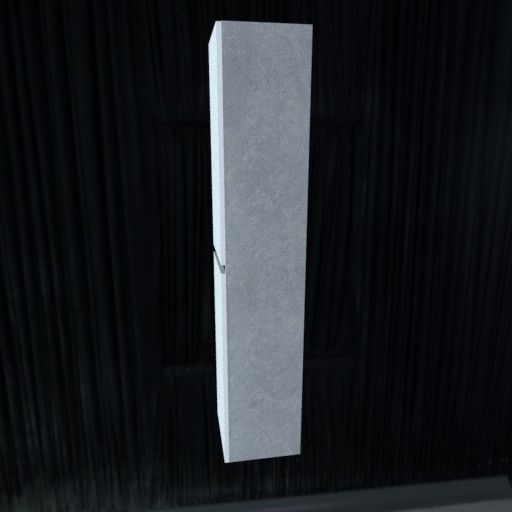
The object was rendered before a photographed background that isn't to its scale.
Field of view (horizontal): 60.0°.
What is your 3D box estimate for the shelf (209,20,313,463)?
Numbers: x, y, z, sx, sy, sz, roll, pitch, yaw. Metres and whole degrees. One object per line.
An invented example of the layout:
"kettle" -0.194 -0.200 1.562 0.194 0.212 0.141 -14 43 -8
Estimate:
"shelf" 0.000 0.000 1.535 0.270 1.400 0.300 -2 15 -9
